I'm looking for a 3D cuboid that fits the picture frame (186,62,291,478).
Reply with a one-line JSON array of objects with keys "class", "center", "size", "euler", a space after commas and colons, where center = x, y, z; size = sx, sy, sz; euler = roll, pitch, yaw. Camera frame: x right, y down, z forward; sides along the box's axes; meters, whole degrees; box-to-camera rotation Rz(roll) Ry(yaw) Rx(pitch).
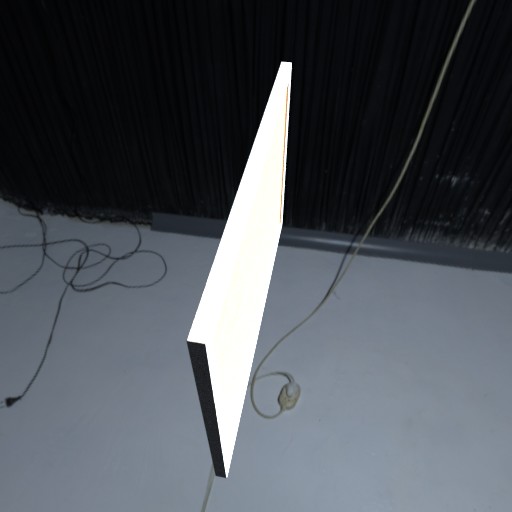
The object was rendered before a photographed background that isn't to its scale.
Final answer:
[{"class": "picture frame", "center": [0.000, 0.000, 1.203], "size": [0.029, 0.640, 0.950], "euler": [8, 48, 7]}]
